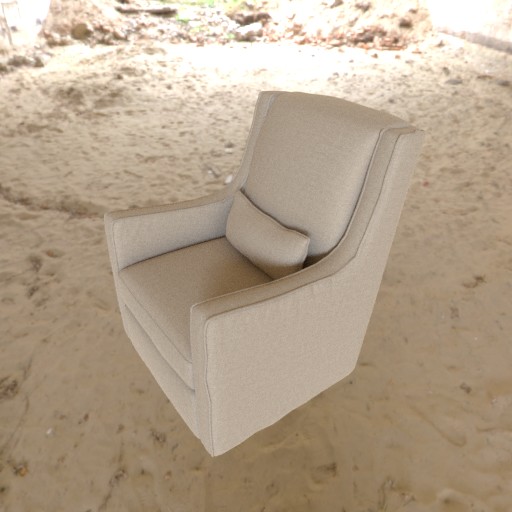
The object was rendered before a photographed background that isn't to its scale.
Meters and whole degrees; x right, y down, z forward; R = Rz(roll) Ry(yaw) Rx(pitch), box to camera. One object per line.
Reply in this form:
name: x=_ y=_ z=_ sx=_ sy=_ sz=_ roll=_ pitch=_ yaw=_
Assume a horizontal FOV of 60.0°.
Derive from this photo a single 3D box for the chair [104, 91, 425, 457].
chair: x=0.000 y=0.000 z=1.597 sx=0.879 sy=0.993 sz=0.732 roll=-21 pitch=38 yaw=-30
